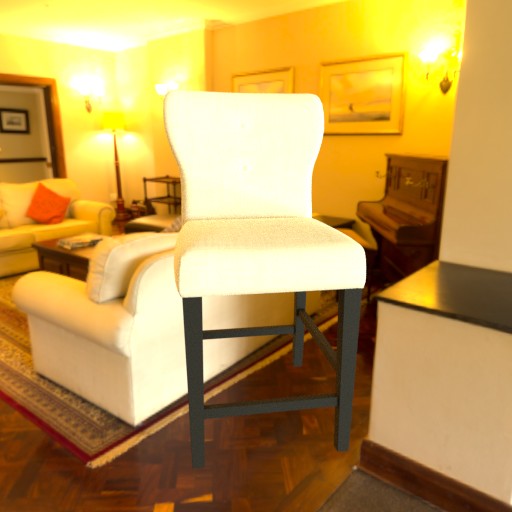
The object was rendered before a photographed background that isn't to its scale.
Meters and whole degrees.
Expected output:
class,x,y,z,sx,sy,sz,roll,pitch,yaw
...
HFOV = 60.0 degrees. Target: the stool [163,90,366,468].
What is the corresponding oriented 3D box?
class,x,y,z,sx,sy,sz,roll,pitch,yaw
stool,0.000,0.000,1.314,0.514,0.972,0.603,-2,15,-9
